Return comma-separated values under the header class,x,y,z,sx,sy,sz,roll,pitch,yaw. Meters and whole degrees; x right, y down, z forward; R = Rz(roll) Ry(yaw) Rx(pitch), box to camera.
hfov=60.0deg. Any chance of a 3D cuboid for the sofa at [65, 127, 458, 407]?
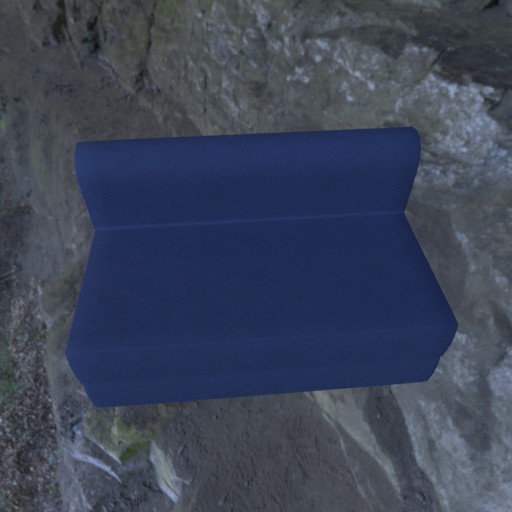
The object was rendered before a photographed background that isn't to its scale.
class,x,y,z,sx,sy,sz,roll,pitch,yaw
sofa,0.000,0.000,1.610,1.219,0.660,0.762,-3,46,-3
